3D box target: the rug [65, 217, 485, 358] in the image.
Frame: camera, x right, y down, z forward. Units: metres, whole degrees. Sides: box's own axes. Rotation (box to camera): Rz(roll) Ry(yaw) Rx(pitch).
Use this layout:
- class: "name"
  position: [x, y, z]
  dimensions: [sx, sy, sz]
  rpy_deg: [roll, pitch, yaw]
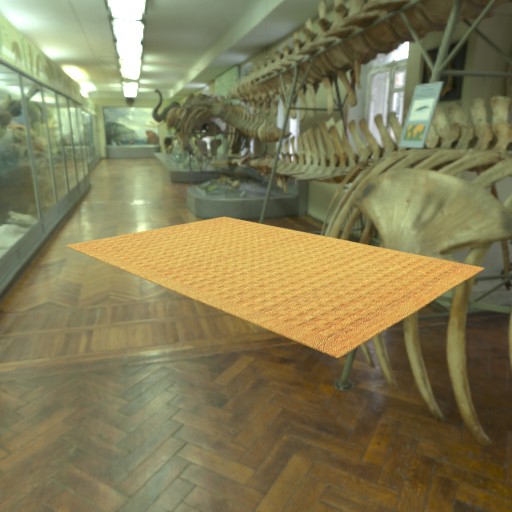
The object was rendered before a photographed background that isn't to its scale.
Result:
- class: "rug"
  position: [0.000, 0.000, 2.178]
  dimensions: [1.747, 0.006, 1.143]
  rpy_deg: [15, 22, 42]
